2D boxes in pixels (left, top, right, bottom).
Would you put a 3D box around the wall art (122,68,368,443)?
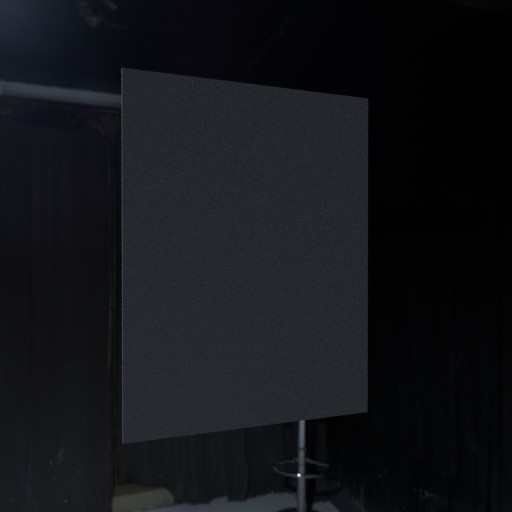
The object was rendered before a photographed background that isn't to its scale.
[{"bbox_3d":[0.000,0.000,0.791,0.457,0.609,0.003,0,0,-18],"label":"wall art"}]
